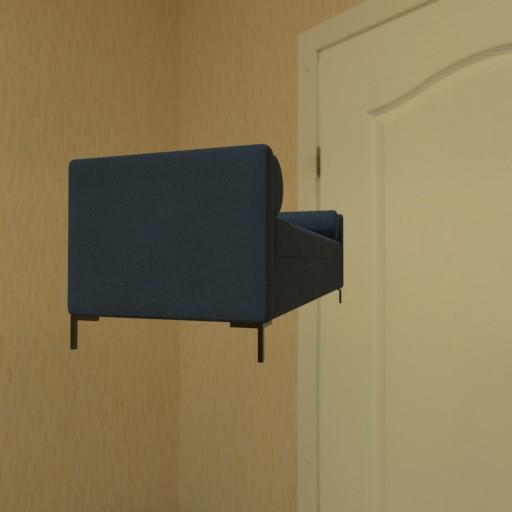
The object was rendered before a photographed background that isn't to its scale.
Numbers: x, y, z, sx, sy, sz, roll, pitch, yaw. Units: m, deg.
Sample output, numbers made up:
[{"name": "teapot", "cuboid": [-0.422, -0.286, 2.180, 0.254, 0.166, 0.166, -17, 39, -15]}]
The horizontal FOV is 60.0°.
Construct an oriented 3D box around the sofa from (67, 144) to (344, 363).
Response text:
[{"name": "sofa", "cuboid": [0.000, 0.000, 2.287, 0.686, 0.635, 1.981, 0, -1, 17]}]
